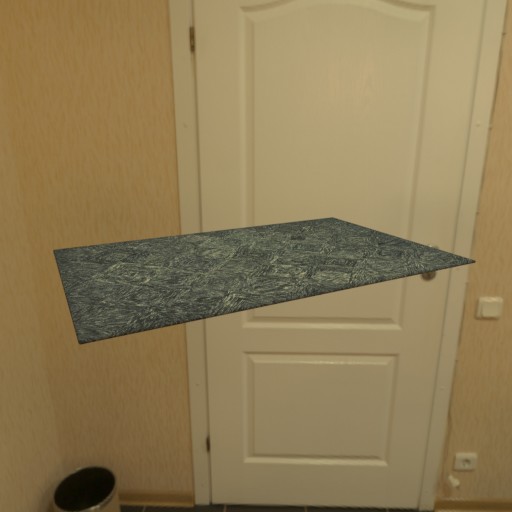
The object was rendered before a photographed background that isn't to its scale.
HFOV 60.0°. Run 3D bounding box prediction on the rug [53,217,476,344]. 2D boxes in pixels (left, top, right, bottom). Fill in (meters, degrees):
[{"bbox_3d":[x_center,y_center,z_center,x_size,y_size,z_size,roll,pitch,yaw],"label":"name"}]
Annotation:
[{"bbox_3d":[0.000,0.000,2.883,2.330,0.017,1.478,-8,19,-26],"label":"rug"}]
